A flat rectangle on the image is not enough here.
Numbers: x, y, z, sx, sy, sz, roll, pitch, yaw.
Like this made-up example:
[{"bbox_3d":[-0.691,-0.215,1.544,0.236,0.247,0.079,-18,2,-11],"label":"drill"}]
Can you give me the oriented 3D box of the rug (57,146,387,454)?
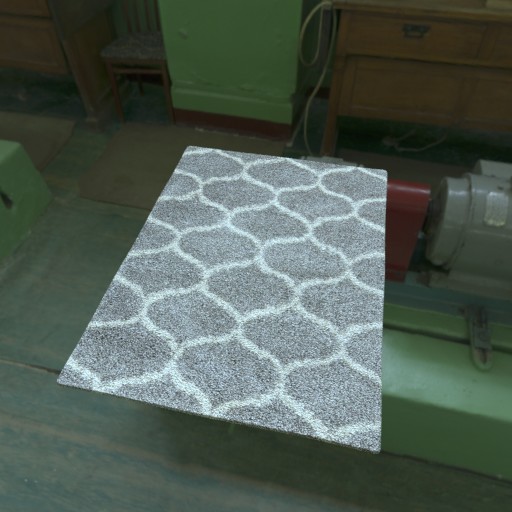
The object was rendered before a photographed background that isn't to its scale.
[{"bbox_3d":[0.000,0.000,2.106,1.200,0.025,1.600,9,48,8],"label":"rug"}]
